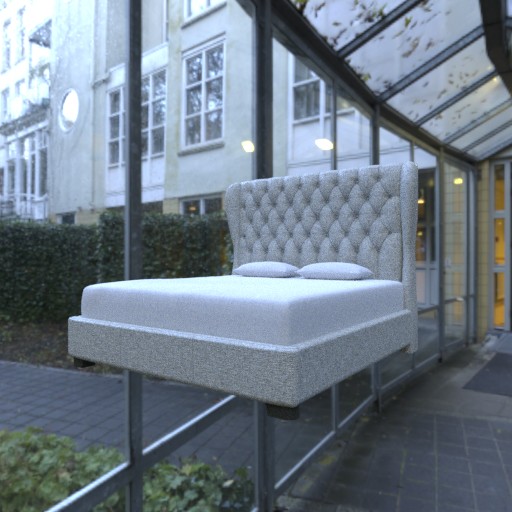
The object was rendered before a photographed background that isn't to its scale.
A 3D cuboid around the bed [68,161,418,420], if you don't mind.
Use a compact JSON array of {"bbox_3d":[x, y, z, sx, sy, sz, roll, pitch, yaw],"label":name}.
[{"bbox_3d":[0.000,0.000,3.903,2.219,1.771,2.347,0,0,36],"label":"bed"}]
